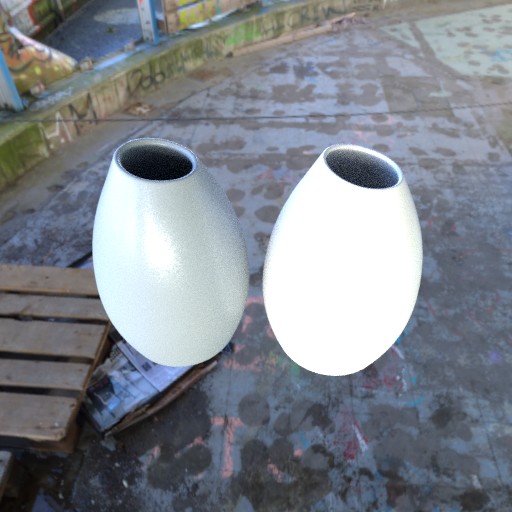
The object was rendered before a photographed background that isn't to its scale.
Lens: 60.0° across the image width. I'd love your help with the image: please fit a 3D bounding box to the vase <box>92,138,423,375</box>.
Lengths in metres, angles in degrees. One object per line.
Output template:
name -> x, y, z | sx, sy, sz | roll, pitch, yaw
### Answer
vase -> 0.000, 0.000, 0.253 | 0.187, 0.131, 0.089 | 3, 44, 3
